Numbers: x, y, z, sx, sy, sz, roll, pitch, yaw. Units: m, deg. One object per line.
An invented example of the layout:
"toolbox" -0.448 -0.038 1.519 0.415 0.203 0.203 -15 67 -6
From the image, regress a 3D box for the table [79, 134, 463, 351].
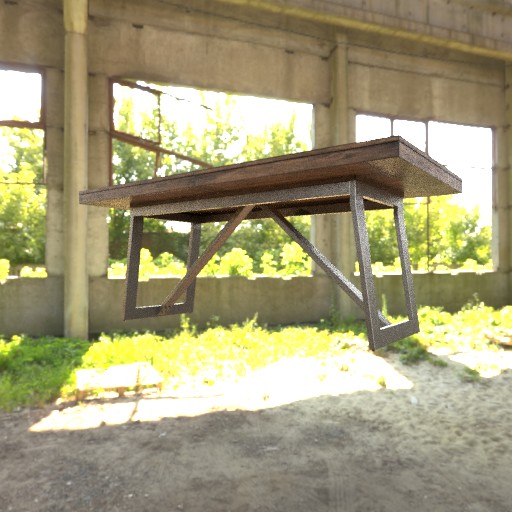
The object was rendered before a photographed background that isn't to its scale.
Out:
"table" 0.000 0.000 2.375 1.867 0.757 0.931 -1 -2 37
